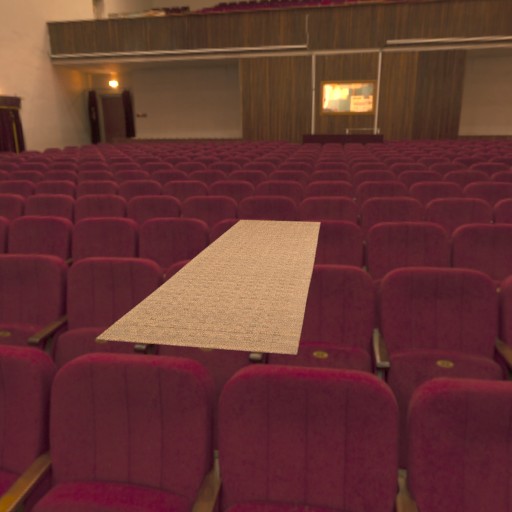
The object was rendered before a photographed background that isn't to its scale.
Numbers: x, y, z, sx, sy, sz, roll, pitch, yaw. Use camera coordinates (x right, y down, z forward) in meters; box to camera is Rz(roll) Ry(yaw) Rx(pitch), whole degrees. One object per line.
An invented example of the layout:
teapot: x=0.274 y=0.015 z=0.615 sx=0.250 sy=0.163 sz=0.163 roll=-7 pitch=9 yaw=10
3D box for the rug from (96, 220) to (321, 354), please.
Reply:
rug: x=0.000 y=0.000 z=2.616 sx=0.688 sy=0.005 sz=2.437 roll=2 pitch=14 yaw=9
